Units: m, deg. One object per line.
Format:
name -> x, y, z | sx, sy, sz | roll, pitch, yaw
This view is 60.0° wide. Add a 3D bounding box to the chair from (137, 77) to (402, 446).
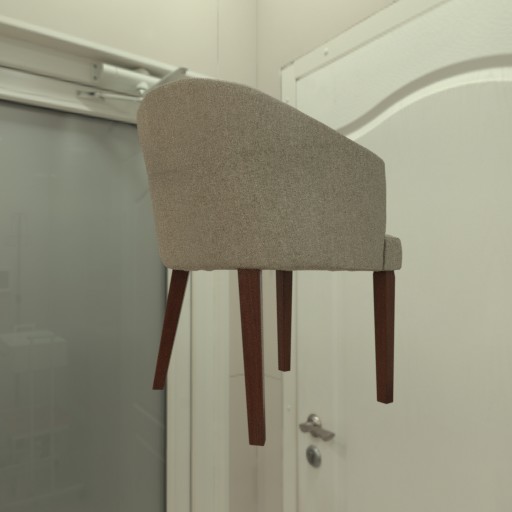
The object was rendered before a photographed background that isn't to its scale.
chair -> 0.000, 0.000, 1.262 | 0.655, 0.811, 0.583 | 1, -2, -35
